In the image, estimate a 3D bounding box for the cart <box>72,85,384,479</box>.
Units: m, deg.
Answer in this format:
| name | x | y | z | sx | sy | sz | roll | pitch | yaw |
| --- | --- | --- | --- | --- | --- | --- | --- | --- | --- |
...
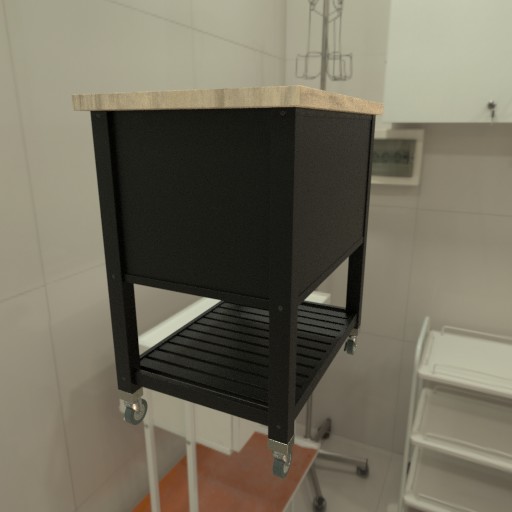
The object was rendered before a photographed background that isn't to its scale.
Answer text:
| name | x | y | z | sx | sy | sz | roll | pitch | yaw |
| --- | --- | --- | --- | --- | --- | --- | --- | --- | --- |
| cart | 0.000 | 0.000 | 1.386 | 0.567 | 0.920 | 0.797 | 8 | 18 | 25 |
